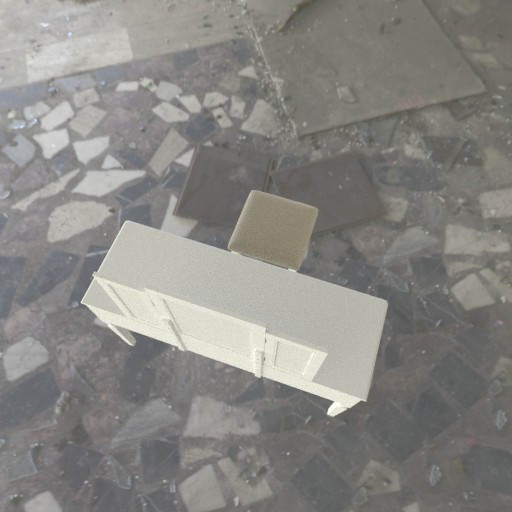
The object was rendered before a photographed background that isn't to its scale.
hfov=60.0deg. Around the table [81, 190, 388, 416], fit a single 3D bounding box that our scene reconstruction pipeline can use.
[{"bbox_3d":[0.000,0.000,2.299,1.369,1.310,1.115,17,65,8],"label":"table"}]
